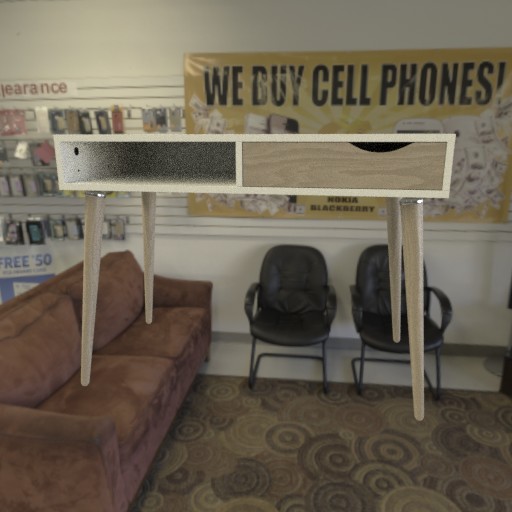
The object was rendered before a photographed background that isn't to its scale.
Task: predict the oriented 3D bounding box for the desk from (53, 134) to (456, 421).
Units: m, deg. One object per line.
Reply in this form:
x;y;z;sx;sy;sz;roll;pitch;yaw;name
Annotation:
0.000;0.000;1.375;0.979;0.723;0.491;3;15;10;desk
